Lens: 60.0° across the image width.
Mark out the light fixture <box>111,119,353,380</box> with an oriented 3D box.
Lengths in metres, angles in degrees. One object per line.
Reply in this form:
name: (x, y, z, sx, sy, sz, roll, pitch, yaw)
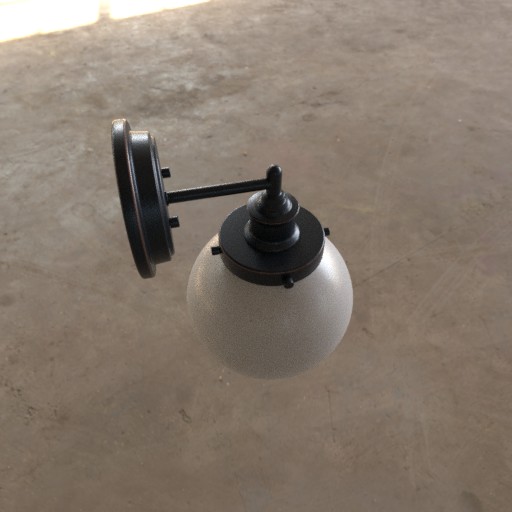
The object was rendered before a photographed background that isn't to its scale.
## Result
light fixture: (0.000, 0.000, 0.479, 0.230, 0.332, 0.197, -10, 47, -9)
